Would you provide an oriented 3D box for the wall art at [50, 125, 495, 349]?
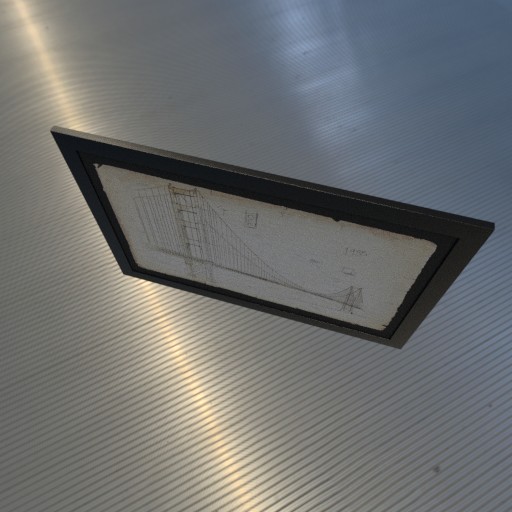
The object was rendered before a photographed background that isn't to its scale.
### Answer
[{"bbox_3d":[0.000,0.000,0.826,0.660,0.447,0.013,14,59,9],"label":"wall art"}]
